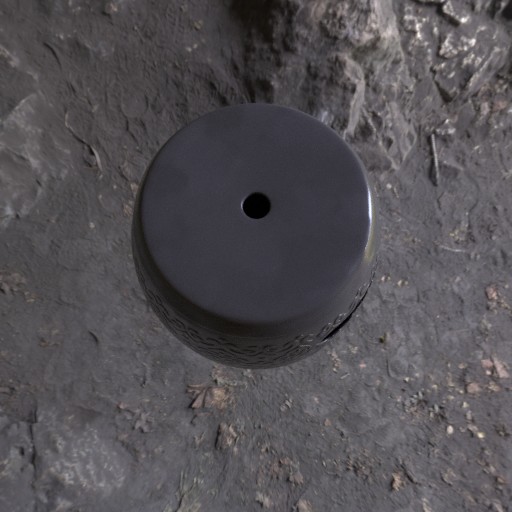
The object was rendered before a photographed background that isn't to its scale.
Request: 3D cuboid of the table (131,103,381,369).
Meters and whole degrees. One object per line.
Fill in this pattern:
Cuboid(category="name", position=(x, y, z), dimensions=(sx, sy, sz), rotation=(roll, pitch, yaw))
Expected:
Cuboid(category="table", position=(0.000, 0.000, 0.624), dimensions=(0.309, 0.397, 0.309), rotation=(0, 75, 0))
